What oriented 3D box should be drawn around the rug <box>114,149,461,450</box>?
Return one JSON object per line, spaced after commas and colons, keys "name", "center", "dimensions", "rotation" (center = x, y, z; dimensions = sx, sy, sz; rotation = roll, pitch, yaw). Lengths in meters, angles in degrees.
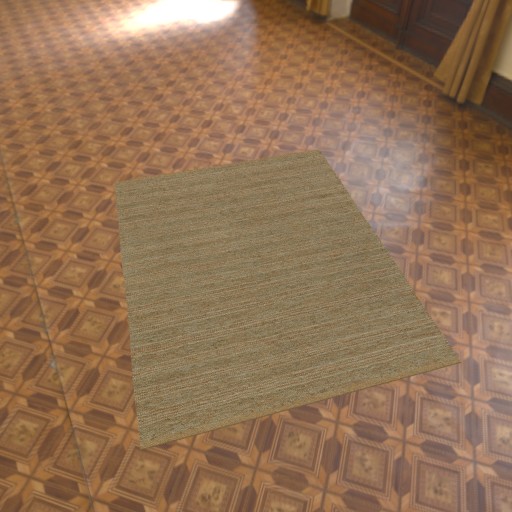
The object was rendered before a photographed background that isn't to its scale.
{"name": "rug", "center": [0.000, 0.000, 4.203], "dimensions": [2.471, 0.012, 3.034], "rotation": [-11, 48, -11]}
